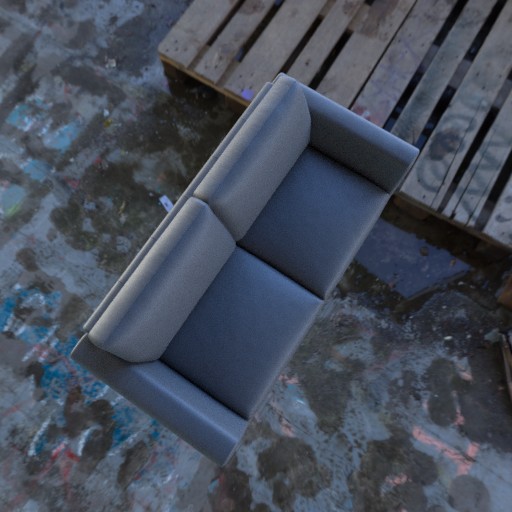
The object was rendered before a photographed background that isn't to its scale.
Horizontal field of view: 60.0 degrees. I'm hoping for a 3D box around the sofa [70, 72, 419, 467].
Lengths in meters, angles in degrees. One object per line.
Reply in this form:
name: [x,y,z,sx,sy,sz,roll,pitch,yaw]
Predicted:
sofa: [0.000,0.000,2.537,0.953,0.875,2.017,32,78,8]
